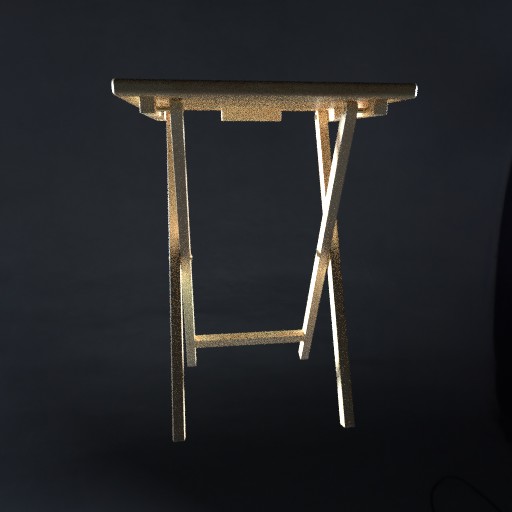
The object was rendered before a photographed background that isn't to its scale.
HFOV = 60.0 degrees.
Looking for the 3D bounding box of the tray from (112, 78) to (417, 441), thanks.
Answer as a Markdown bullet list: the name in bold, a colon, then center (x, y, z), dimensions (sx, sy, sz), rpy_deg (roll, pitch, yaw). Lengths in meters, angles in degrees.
- **tray**: center (0.000, 0.000, 0.951), dimensions (0.483, 0.660, 0.381), rpy_deg (-2, 15, -7)
